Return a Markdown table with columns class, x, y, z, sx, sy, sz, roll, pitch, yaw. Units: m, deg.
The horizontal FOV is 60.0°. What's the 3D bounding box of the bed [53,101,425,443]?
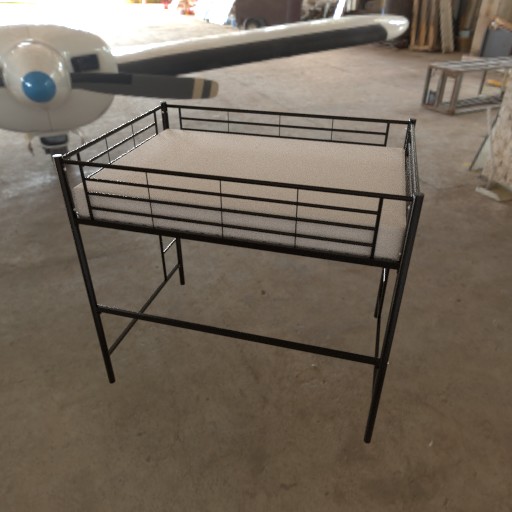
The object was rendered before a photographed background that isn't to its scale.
| class | x | y | z | sx | sy | sz | roll | pitch | yaw |
| --- | --- | --- | --- | --- | --- | --- | --- | --- | --- |
| bed | 0.000 | 0.000 | 3.288 | 1.994 | 1.803 | 1.397 | 8 | 33 | 13 |
